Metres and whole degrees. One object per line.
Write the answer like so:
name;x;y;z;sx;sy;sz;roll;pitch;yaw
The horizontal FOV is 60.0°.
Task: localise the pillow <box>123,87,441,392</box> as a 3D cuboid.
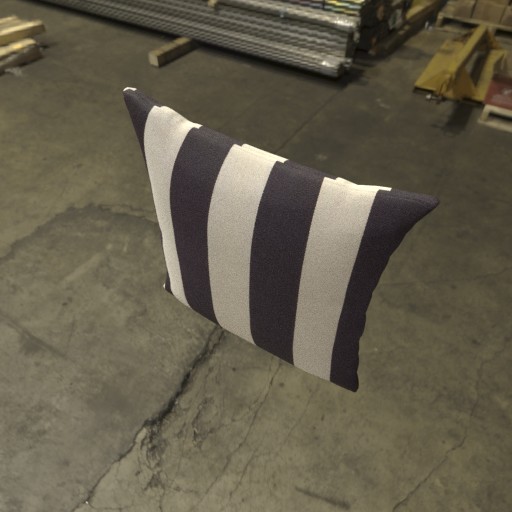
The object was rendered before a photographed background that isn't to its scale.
pillow;0.000;0.000;0.826;0.536;0.526;0.189;25;52;21
